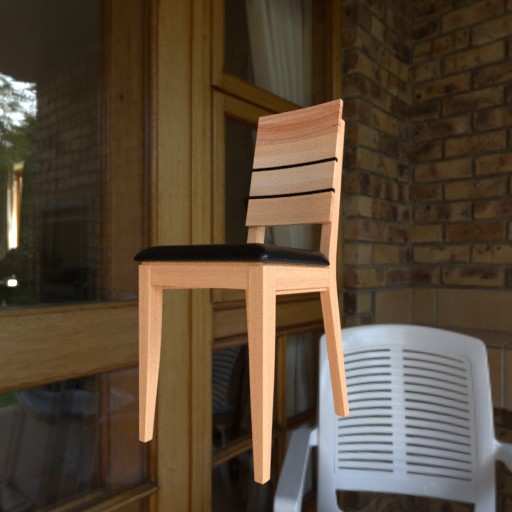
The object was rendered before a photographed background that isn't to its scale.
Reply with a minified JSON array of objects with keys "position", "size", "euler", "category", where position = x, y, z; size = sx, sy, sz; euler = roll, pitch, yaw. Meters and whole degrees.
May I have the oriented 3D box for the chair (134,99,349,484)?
[{"position":[0.000,0.000,1.218],"size":[0.410,0.940,0.520],"euler":[0,-1,35],"category":"chair"}]
